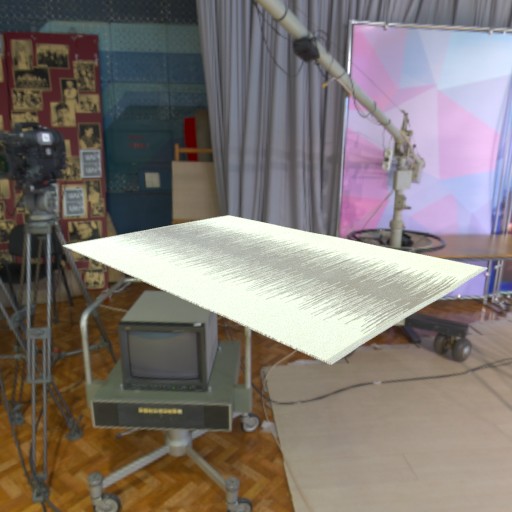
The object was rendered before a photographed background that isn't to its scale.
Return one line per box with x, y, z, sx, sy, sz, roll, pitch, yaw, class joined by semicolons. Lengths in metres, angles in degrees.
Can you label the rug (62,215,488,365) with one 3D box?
0.000;0.000;2.250;1.226;0.007;1.815;-16;22;-43;rug
